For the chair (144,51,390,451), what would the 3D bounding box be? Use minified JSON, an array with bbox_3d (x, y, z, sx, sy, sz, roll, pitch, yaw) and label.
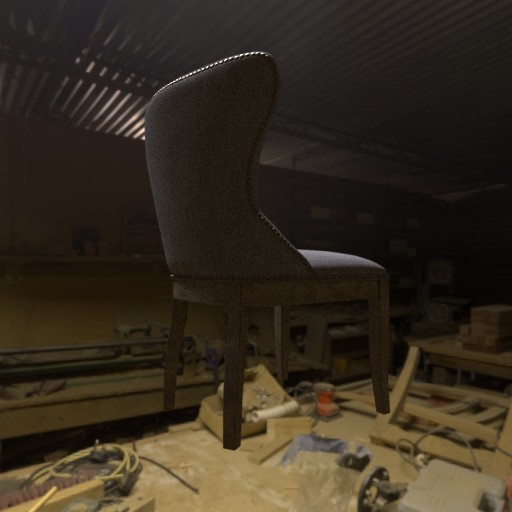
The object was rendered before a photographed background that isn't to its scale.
[{"bbox_3d":[0.000,0.000,1.438,0.681,1.002,0.654,1,-1,-36],"label":"chair"}]
